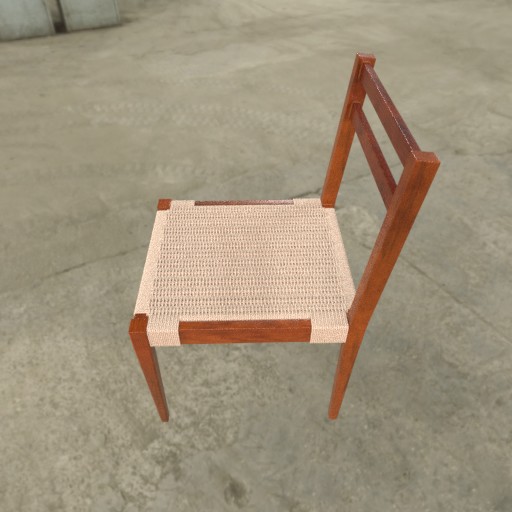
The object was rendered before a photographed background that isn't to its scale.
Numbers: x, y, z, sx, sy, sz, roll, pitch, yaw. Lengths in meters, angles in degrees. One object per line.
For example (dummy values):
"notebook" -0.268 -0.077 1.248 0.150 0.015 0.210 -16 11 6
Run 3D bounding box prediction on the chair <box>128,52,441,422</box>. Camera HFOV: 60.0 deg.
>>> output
"chair" 0.000 0.000 1.156 0.569 0.851 0.495 -1 43 -1
